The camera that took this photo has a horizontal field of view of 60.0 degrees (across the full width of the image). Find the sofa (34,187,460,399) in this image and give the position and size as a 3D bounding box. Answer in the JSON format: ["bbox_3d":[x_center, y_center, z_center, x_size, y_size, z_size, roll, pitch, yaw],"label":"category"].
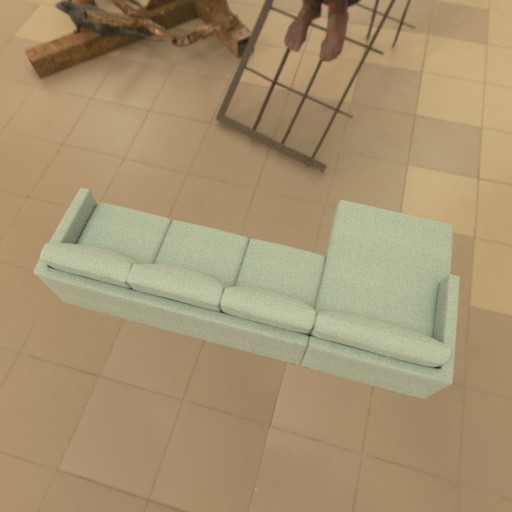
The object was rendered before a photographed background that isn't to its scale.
[{"bbox_3d":[0.000,0.000,4.068,3.470,0.953,1.600,14,63,7],"label":"sofa"}]
